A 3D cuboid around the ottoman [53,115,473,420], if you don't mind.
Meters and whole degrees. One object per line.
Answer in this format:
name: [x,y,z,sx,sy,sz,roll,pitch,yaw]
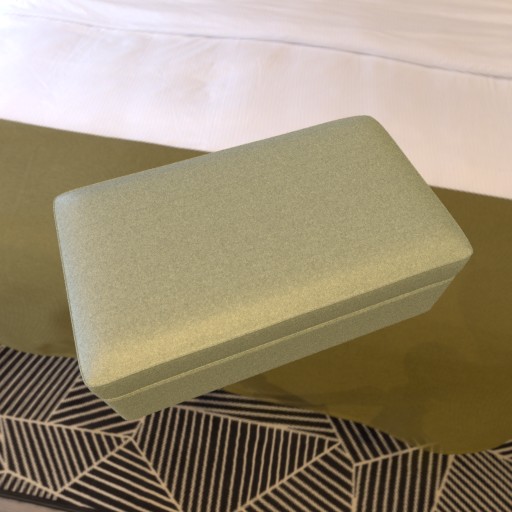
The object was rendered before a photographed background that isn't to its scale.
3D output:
ottoman: [0.000,0.000,1.540,1.173,0.494,0.681,-18,59,-11]
